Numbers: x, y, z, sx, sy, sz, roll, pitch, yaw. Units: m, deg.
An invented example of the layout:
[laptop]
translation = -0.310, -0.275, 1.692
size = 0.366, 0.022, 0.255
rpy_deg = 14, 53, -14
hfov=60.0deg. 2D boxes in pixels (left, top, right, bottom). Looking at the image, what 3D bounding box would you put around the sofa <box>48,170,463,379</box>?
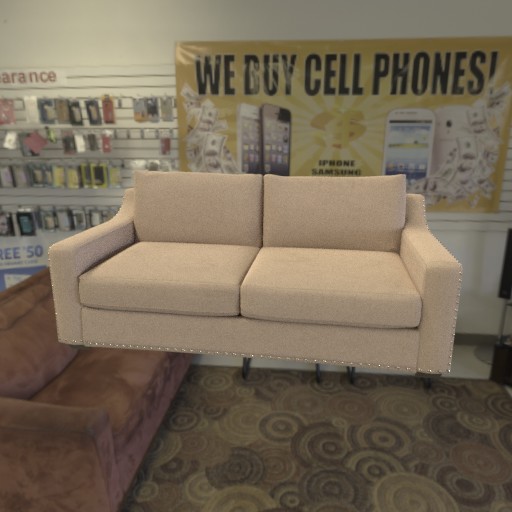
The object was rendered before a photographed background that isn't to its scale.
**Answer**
[sofa]
translation = 0.000, 0.000, 2.536
size = 1.967, 0.901, 1.030
rpy_deg = 3, 16, 9
